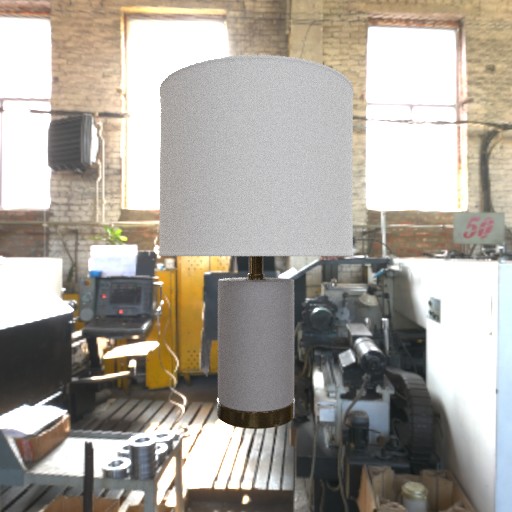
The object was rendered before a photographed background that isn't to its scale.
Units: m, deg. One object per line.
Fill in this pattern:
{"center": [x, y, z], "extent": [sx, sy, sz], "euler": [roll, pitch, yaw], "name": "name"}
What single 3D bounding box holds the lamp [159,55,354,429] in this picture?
{"center": [0.000, 0.000, 0.533], "extent": [0.229, 0.380, 0.229], "euler": [0, 0, 0], "name": "lamp"}
